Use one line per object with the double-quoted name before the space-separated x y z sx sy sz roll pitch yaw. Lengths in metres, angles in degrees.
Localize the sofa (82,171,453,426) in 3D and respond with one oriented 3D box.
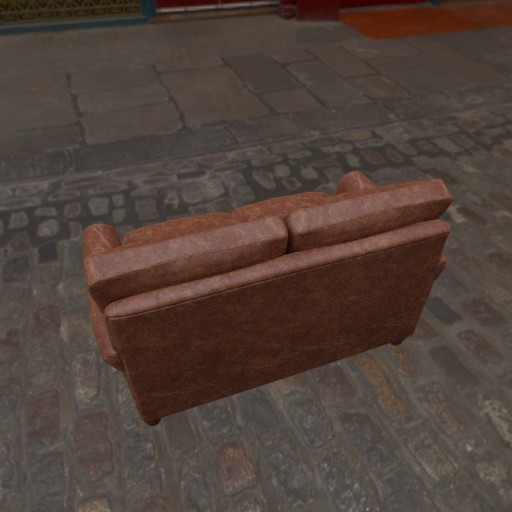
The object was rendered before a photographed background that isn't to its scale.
"sofa" 0.000 0.000 2.238 1.616 0.967 0.990 -14 43 -15
